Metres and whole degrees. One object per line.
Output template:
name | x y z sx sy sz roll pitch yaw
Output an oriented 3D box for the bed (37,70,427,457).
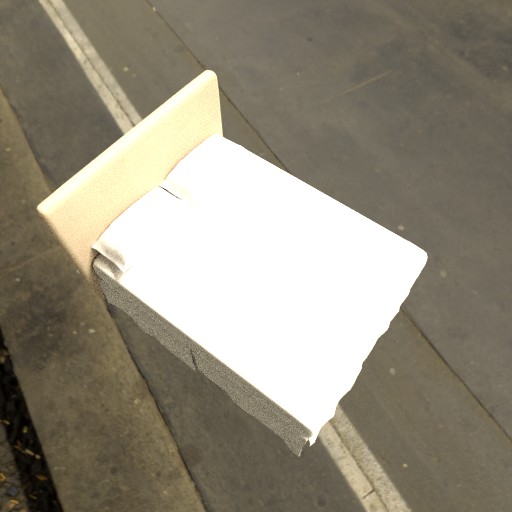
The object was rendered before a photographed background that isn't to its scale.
bed | 0.000 0.000 3.272 2.142 1.330 1.723 33 65 18
